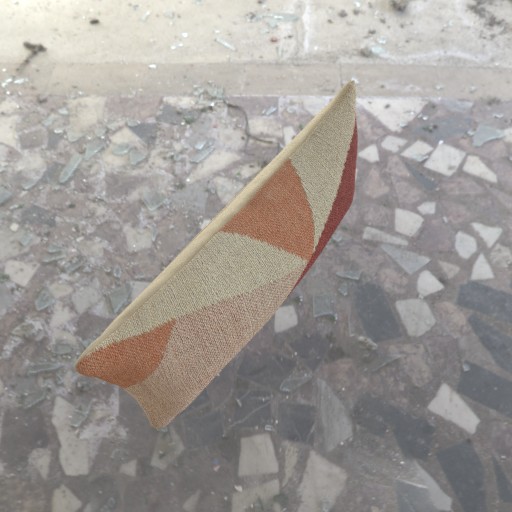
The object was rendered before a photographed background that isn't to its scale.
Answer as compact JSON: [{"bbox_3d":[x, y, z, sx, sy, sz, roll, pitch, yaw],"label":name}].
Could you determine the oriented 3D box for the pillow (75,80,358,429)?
[{"bbox_3d":[0.000,0.000,0.729,0.155,0.292,0.609,33,65,18],"label":"pillow"}]
